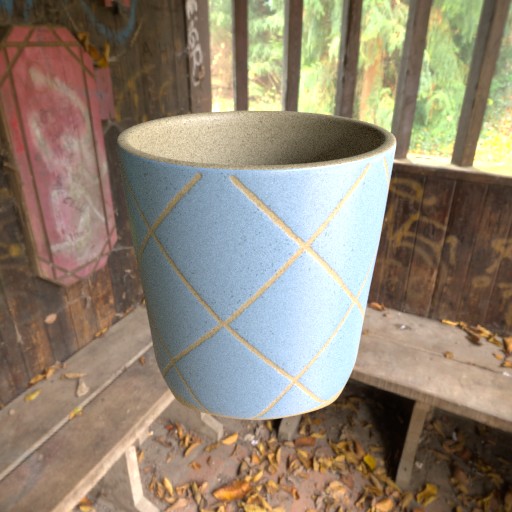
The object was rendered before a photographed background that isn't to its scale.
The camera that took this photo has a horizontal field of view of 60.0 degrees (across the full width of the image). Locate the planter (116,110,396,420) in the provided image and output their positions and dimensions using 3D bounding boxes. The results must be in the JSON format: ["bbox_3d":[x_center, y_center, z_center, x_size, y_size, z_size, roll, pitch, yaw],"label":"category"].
[{"bbox_3d":[0.000,0.000,0.425,0.227,0.235,0.227,0,27,0],"label":"planter"}]
